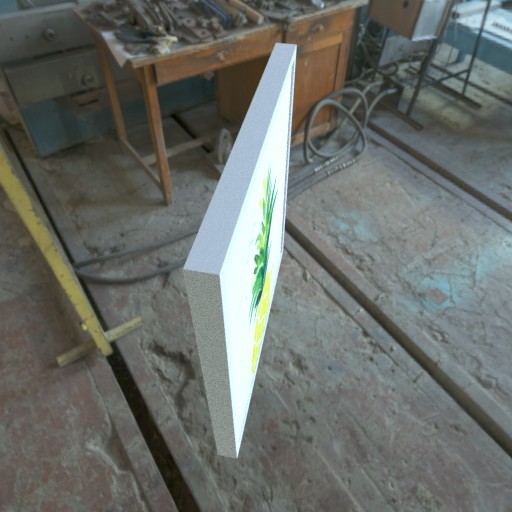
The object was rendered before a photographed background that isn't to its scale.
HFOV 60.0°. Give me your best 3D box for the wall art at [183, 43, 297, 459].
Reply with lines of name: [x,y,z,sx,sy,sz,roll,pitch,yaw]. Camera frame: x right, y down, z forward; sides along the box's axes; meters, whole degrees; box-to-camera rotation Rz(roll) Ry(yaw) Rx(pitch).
wall art: [0.000,0.000,0.762,0.035,0.507,0.508,9,48,8]
